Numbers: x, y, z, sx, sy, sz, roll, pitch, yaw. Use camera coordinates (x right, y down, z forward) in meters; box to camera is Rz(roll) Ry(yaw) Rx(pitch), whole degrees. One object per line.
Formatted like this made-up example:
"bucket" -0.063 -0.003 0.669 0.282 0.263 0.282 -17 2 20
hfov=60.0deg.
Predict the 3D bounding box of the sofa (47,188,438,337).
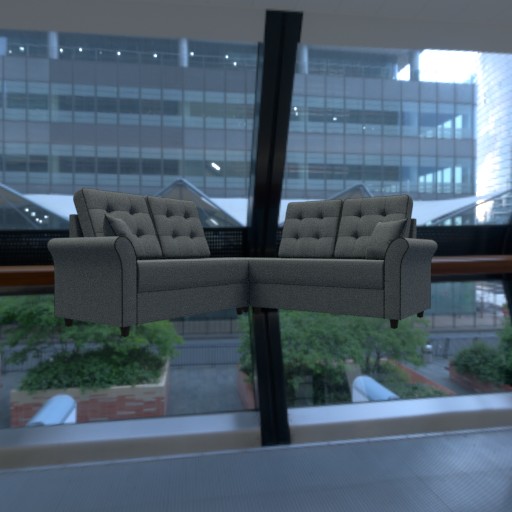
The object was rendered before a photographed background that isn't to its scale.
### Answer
"sofa" 0.000 0.000 3.292 2.070 0.988 2.068 0 1 36
